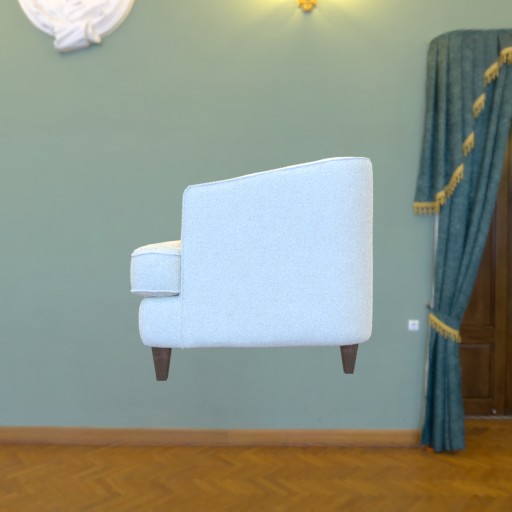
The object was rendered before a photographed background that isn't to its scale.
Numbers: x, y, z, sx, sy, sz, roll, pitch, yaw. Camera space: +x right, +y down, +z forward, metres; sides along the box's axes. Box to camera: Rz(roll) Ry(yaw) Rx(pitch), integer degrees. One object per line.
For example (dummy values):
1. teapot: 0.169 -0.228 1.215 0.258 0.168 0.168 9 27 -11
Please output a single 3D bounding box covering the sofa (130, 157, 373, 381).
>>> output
1. sofa: 0.000 0.000 2.676 0.941 0.855 2.278 0 1 0
